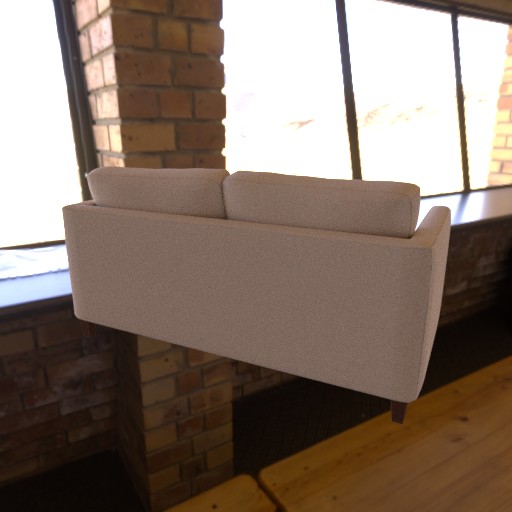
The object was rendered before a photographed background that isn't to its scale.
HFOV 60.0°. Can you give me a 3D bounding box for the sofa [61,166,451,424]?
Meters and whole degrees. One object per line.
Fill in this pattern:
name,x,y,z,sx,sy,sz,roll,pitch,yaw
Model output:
sofa,0.000,0.000,2.215,1.722,0.888,0.873,8,18,25
